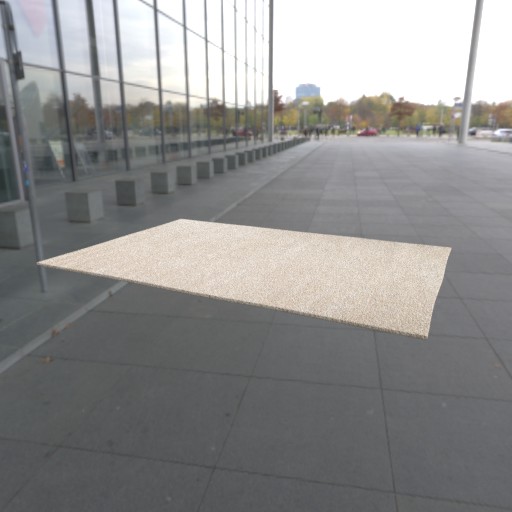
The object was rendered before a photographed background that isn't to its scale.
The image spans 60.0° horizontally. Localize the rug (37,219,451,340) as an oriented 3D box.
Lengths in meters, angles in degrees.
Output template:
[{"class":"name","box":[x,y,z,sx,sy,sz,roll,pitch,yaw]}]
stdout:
[{"class":"rug","box":[0.000,0.000,3.450,2.699,0.025,1.800,8,18,25]}]
